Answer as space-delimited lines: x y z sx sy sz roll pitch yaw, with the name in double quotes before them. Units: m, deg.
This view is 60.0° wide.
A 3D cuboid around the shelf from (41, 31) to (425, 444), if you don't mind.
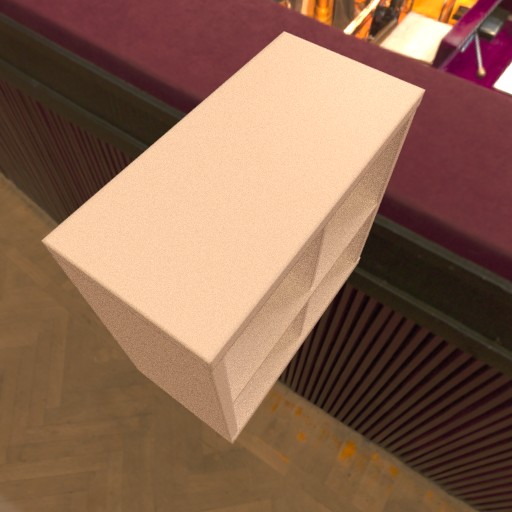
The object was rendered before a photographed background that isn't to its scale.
"shelf" 0.000 0.000 1.245 0.390 0.786 0.790 32 64 18
